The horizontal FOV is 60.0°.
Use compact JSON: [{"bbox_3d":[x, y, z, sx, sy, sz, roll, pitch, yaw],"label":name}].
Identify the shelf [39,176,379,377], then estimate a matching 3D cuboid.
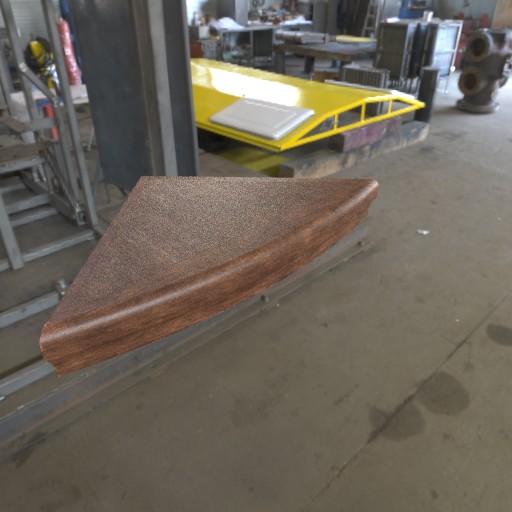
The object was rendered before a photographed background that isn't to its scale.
[{"bbox_3d":[0.000,0.000,0.458,0.310,0.050,0.310,1,32,1],"label":"shelf"}]
